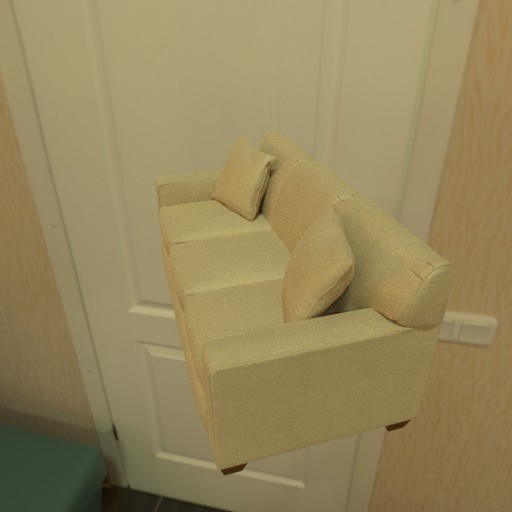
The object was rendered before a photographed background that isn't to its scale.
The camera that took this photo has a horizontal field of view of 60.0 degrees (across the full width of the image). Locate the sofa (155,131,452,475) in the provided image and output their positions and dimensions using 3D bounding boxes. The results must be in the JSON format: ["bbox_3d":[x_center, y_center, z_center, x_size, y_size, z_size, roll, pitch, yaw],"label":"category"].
[{"bbox_3d":[0.000,0.000,2.551,0.997,0.958,2.024,-8,31,-14],"label":"sofa"}]
